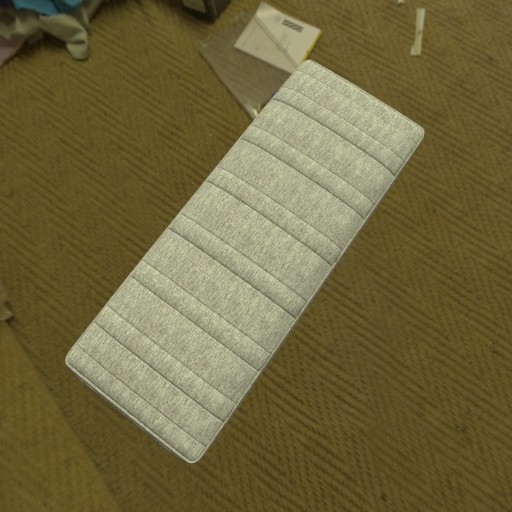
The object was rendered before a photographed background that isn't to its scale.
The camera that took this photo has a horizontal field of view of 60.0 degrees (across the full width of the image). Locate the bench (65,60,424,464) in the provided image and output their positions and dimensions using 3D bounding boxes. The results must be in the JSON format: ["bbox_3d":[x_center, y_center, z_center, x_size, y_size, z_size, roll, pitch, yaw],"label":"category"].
[{"bbox_3d":[0.000,0.000,1.354,0.429,0.470,1.100,35,79,8],"label":"bench"}]
